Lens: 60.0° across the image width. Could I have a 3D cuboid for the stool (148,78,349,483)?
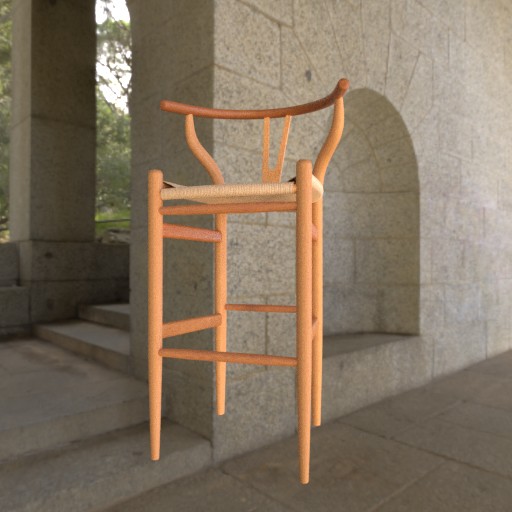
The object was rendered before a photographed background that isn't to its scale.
[{"bbox_3d":[0.000,0.000,1.346,0.574,1.068,0.561,0,0,18],"label":"stool"}]
